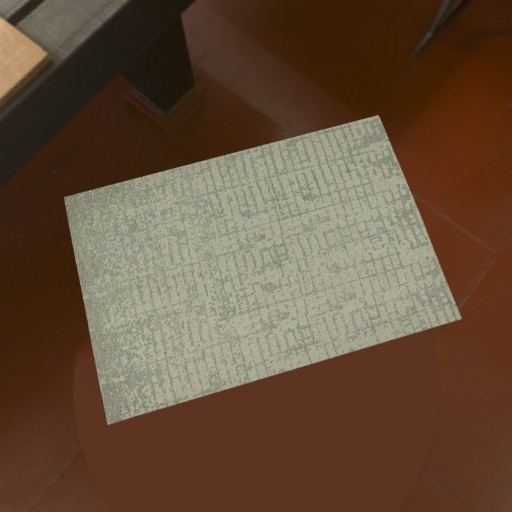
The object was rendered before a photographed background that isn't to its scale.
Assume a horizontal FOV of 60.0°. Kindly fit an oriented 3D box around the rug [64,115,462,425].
[{"bbox_3d":[0.000,0.000,2.329,1.827,0.007,1.211,-16,76,-4],"label":"rug"}]
